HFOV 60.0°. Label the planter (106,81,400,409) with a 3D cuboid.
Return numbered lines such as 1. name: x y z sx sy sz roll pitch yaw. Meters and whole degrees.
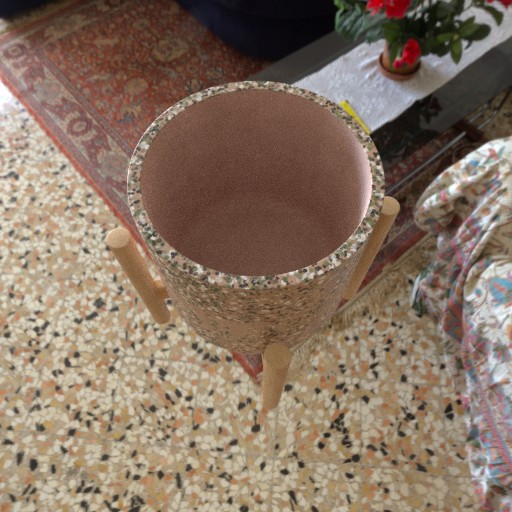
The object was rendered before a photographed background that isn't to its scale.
1. planter: 0.000 0.000 0.527 0.284 0.320 0.284 13 64 7
